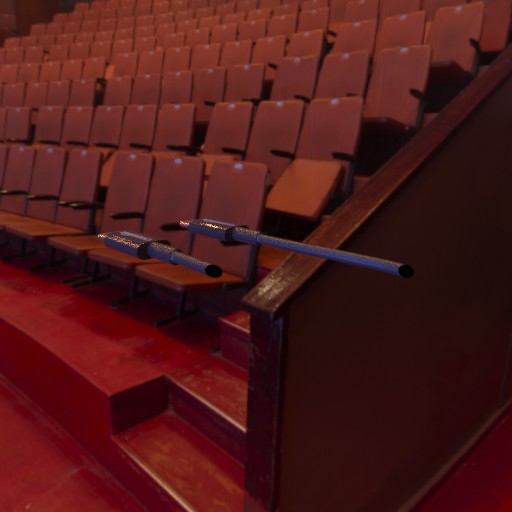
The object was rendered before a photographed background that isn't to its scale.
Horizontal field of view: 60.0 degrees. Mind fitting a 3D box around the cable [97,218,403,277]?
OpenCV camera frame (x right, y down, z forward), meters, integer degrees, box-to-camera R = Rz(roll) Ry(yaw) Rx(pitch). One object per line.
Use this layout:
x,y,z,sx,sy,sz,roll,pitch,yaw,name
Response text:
0.000,0.000,0.113,0.041,0.005,0.098,-14,20,-42,cable
